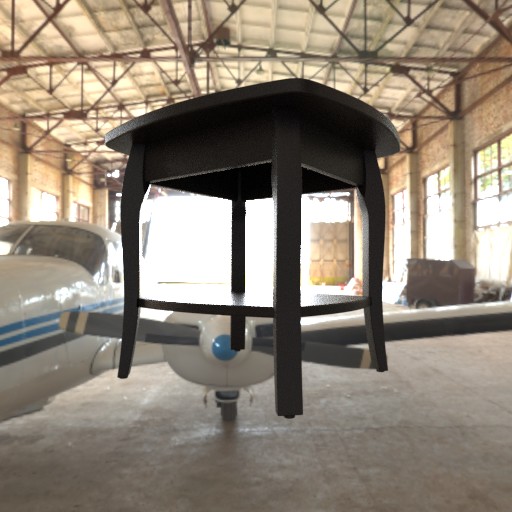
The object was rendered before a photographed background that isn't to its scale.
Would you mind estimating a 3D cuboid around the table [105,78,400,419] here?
[{"bbox_3d":[0.000,0.000,0.861,0.508,0.457,0.457,-1,-2,37],"label":"table"}]
